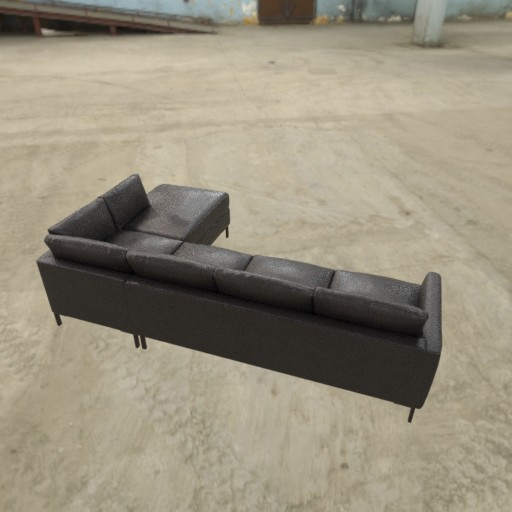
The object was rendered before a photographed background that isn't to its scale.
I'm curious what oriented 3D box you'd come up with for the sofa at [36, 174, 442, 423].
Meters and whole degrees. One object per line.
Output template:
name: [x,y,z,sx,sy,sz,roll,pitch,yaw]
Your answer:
sofa: [0.000,0.000,3.857,2.984,0.877,1.938,11,34,16]
